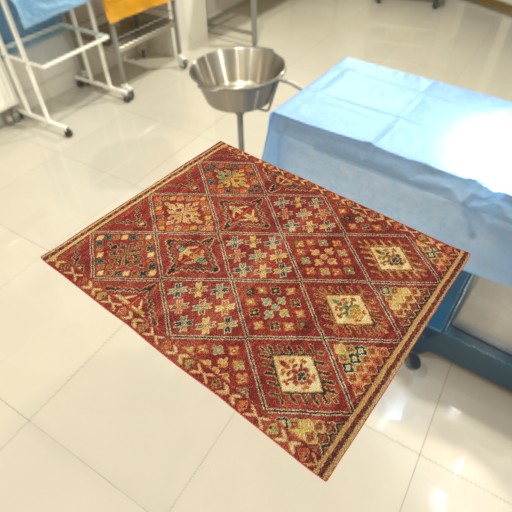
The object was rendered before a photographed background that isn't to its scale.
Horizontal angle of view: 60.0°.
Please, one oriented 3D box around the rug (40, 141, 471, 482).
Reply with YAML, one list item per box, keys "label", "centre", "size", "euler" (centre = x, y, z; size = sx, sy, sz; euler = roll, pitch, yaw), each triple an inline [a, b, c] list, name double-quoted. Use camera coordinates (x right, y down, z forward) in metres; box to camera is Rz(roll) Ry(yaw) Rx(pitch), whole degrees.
- label: "rug"
  centre: [0.000, 0.000, 4.062]
  size: [3.086, 0.030, 2.489]
  euler: [30, 54, 25]
